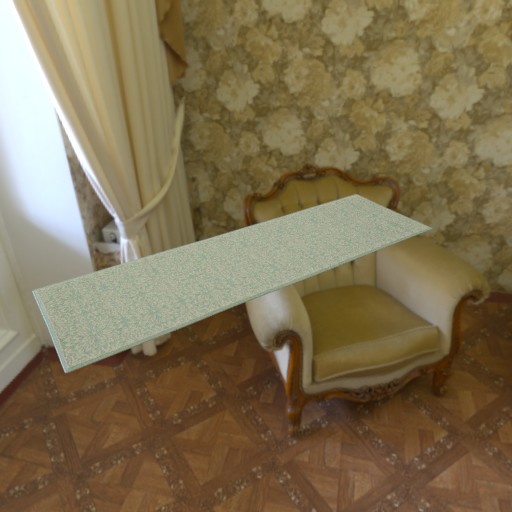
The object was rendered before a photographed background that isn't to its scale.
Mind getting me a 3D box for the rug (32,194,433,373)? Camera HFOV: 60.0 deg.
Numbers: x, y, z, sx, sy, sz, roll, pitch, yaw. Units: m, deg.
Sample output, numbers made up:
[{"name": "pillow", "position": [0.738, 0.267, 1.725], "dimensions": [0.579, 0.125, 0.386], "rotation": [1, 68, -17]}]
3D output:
[{"name": "rug", "position": [0.000, 0.000, 2.459], "dimensions": [2.196, 0.011, 0.662], "rotation": [-19, 35, -29]}]
